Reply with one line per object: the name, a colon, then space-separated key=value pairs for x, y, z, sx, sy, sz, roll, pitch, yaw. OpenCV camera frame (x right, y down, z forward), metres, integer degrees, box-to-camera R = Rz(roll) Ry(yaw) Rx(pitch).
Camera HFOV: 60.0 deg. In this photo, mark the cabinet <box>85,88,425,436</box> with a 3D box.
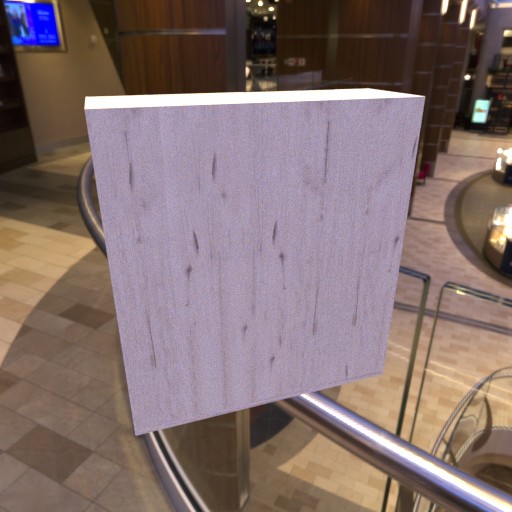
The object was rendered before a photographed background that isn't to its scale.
cabinet: x=0.000 y=0.000 z=3.208 sx=2.000 sy=2.180 sz=0.660 roll=-8 pitch=26 yaw=-17
